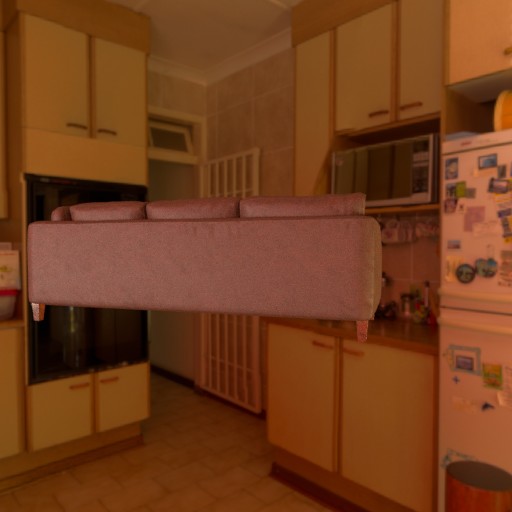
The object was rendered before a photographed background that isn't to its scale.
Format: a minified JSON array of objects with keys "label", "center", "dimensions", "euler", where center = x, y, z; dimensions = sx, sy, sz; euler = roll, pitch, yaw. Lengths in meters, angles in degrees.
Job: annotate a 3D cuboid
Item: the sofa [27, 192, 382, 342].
[{"label":"sofa","center":[0.000,0.000,4.599],"dimensions":[2.593,0.923,3.460],"euler":[0,2,18]}]
